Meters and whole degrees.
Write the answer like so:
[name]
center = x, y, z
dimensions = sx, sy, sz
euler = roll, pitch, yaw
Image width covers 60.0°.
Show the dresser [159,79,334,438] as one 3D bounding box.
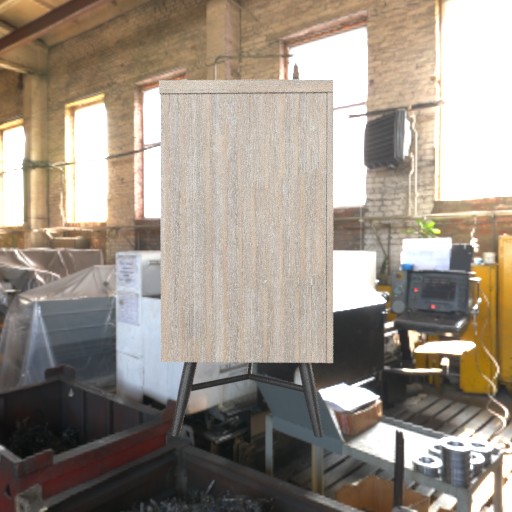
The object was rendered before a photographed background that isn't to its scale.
[dresser]
center = 0.000, 0.000, 1.883
dimensions = 0.457, 0.914, 1.524
euler = 0, 1, 1
